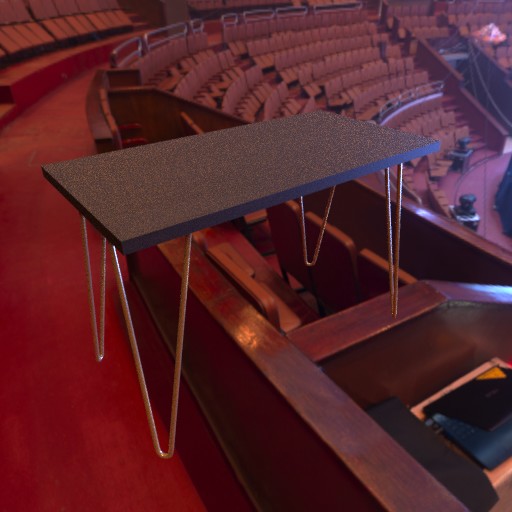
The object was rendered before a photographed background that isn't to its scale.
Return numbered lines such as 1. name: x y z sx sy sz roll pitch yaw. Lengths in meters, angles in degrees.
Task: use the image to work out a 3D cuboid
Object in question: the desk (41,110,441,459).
1. desk: 0.000 0.000 1.382 0.991 0.660 0.499 -22 37 -32
